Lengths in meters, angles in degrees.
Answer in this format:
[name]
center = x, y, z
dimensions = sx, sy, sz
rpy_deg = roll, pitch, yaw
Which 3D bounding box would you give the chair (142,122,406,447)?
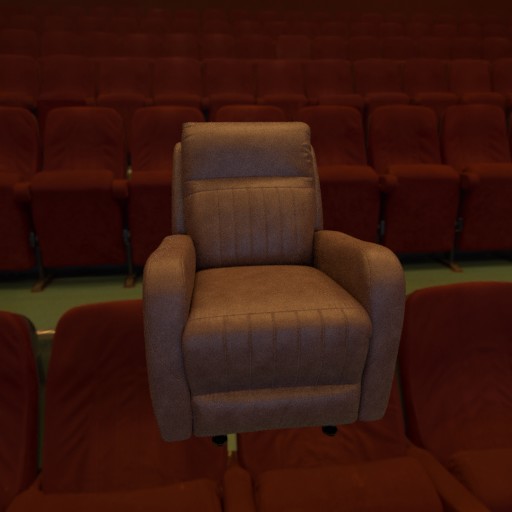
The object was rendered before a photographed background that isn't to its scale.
[chair]
center = 0.000, 0.000, 1.803
dimensions = 0.865, 1.067, 1.067
rpy_deg = -2, 15, -7
